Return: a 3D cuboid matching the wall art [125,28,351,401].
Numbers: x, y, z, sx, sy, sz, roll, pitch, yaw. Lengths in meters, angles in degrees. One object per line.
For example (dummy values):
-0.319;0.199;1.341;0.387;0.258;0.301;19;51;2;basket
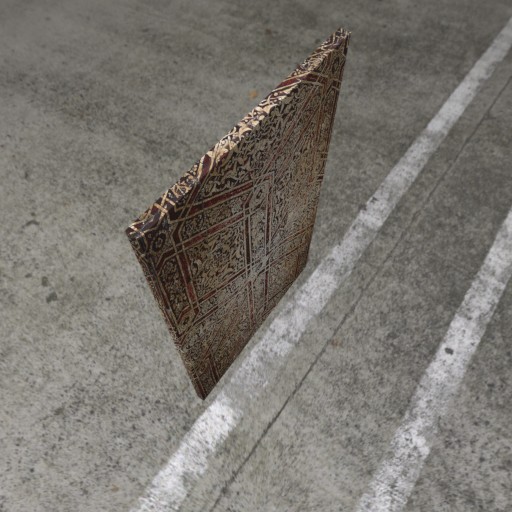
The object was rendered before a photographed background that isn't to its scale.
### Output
0.000;0.000;1.128;0.030;0.904;0.599;31;63;18;wall art
